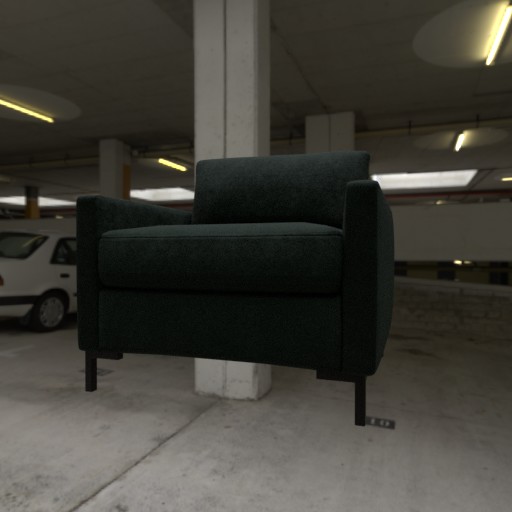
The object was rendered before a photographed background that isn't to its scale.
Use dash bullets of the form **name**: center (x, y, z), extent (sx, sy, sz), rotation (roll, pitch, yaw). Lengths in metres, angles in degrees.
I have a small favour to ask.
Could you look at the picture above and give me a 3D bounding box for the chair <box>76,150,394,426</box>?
- **chair**: center (0.000, 0.000, 1.645), extent (0.963, 0.861, 0.866), rotation (0, 0, 19)
